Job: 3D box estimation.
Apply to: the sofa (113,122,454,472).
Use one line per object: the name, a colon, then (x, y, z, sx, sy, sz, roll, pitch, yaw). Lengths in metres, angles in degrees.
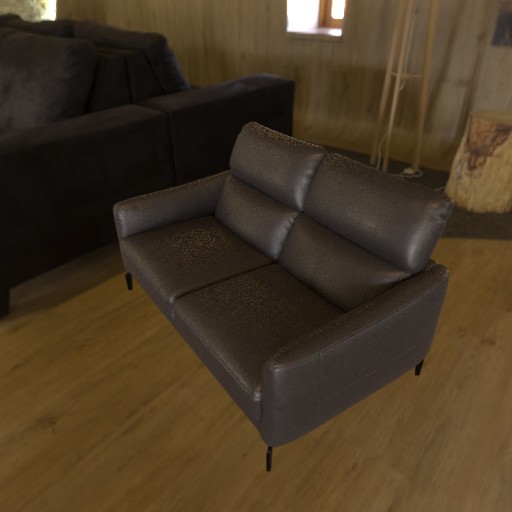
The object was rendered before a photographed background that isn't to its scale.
sofa: (0.000, 0.000, 2.195, 0.958, 0.920, 1.596, -19, 36, -29)
